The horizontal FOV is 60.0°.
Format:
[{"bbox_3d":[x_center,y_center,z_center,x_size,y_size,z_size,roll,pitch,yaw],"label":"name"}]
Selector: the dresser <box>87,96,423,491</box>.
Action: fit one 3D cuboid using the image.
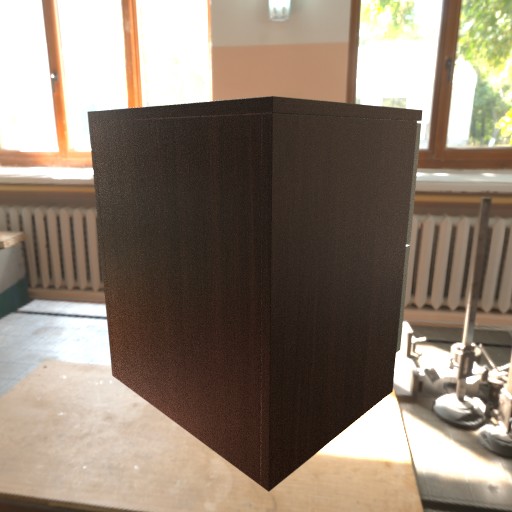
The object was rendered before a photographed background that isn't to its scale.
[{"bbox_3d":[0.000,0.000,0.755,0.400,0.470,0.360,14,21,43],"label":"dresser"}]
